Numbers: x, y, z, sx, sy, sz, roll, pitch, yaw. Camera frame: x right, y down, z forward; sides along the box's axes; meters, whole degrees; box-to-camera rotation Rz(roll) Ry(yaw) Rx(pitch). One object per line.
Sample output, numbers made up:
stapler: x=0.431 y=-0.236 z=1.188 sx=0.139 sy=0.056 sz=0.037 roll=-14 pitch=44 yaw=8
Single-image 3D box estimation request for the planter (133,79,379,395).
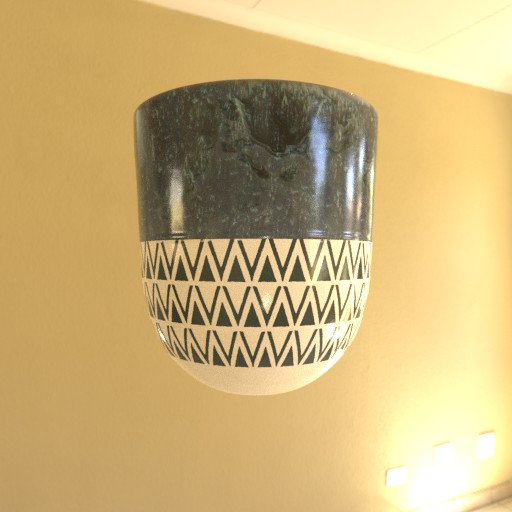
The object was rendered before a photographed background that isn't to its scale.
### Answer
planter: x=0.000 y=0.000 z=0.364 sx=0.195 sy=0.214 sz=0.195 roll=0 pitch=0 yaw=0
